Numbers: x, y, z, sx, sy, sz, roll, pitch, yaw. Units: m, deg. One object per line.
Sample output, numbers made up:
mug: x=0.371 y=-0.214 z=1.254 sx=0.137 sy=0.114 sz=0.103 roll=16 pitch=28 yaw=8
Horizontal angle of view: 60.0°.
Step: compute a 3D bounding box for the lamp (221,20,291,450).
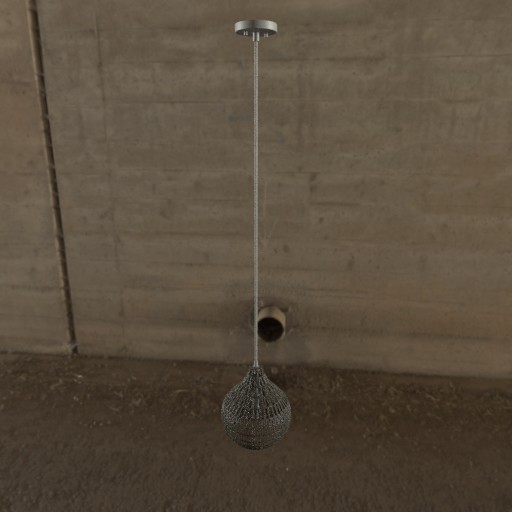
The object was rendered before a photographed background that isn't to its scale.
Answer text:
lamp: x=0.000 y=0.000 z=2.032 sx=0.355 sy=1.919 sz=0.355 roll=-8 pitch=18 yaw=-26
